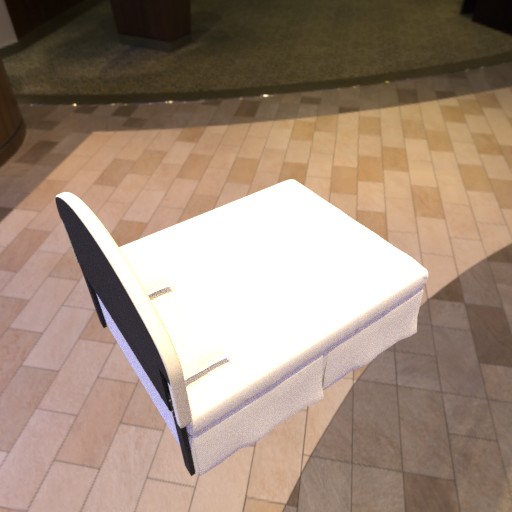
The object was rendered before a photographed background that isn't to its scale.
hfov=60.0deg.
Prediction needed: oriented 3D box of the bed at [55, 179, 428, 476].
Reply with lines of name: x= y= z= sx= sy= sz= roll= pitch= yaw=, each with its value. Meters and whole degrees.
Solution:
bed: x=0.000 y=0.000 z=3.016 sx=2.005 sy=1.410 sz=1.607 roll=-26 pitch=47 yaw=-26
